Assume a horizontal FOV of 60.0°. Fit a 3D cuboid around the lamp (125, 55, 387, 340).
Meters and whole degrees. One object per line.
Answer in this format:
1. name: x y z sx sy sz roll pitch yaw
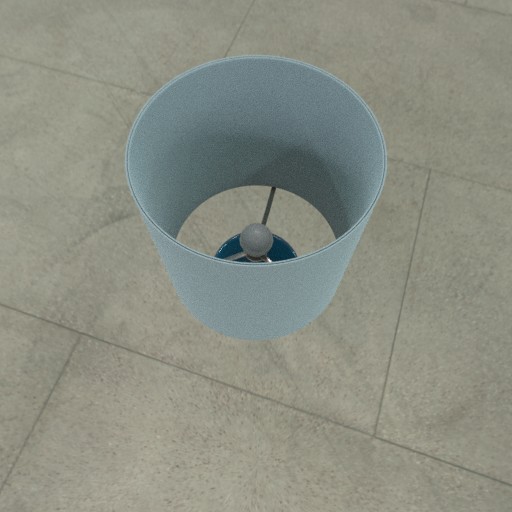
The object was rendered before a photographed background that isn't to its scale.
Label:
1. lamp: 0.000 0.000 0.498 0.193 0.377 0.193 -15 66 -7
